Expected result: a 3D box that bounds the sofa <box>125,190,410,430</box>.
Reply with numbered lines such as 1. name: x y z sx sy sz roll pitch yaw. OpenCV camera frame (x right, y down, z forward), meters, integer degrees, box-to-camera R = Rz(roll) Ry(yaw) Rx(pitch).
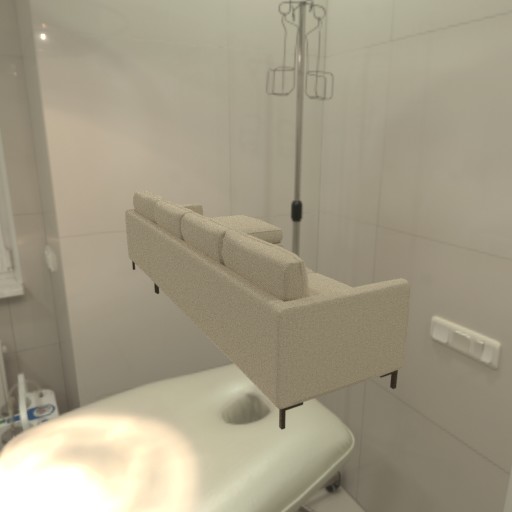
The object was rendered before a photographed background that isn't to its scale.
1. sofa: 0.000 0.000 3.211 1.258 0.755 2.731 -8 18 -27
